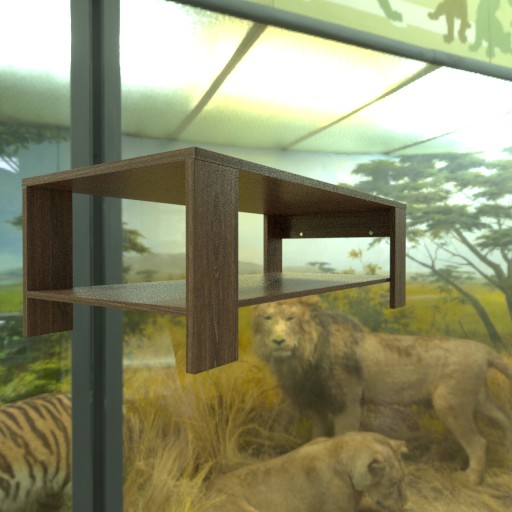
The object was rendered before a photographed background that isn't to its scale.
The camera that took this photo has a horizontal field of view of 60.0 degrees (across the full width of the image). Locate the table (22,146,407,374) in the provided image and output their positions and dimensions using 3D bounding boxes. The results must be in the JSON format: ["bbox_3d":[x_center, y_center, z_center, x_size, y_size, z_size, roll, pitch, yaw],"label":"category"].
[{"bbox_3d":[0.000,0.000,1.438,0.600,0.400,1.200,1,1,36],"label":"table"}]
